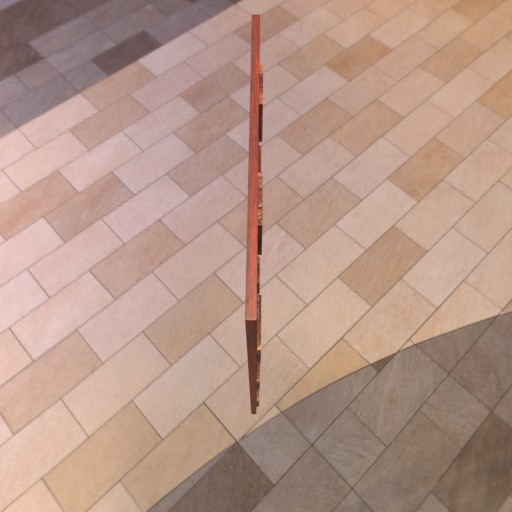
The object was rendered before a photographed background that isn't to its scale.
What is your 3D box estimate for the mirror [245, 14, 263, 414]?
[{"bbox_3d":[0.000,0.000,1.047,0.021,0.805,0.600,1,63,0],"label":"mirror"}]
